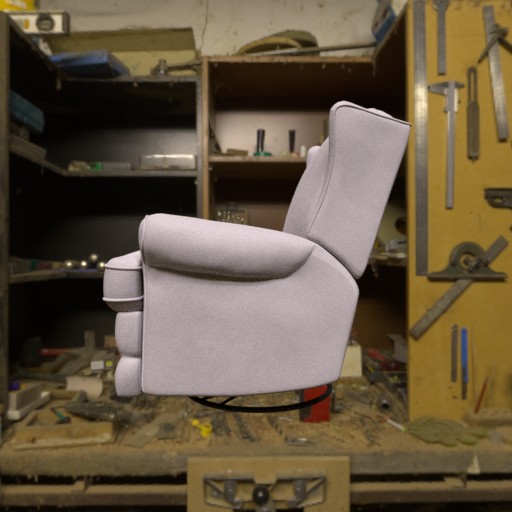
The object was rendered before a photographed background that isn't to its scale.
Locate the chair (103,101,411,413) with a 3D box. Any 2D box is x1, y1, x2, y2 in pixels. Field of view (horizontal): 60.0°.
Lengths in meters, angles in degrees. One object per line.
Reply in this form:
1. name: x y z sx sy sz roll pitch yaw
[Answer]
1. chair: 0.000 0.000 1.709 0.969 1.011 0.847 0 1 0
